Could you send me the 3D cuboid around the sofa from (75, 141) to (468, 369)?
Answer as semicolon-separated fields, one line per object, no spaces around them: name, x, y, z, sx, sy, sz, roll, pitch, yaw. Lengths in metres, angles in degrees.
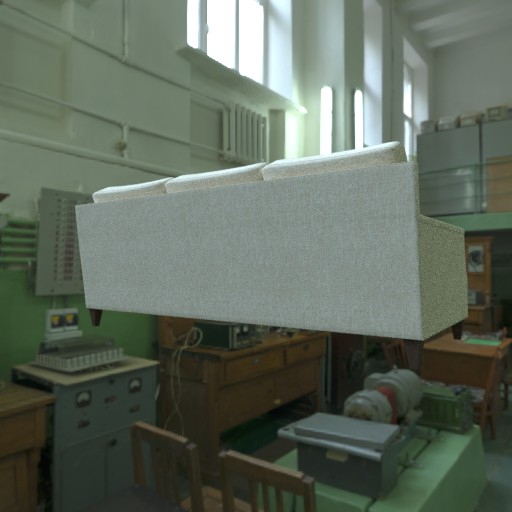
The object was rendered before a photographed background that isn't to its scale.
sofa;0.000;0.000;2.717;2.210;0.940;1.041;-1;-1;35
